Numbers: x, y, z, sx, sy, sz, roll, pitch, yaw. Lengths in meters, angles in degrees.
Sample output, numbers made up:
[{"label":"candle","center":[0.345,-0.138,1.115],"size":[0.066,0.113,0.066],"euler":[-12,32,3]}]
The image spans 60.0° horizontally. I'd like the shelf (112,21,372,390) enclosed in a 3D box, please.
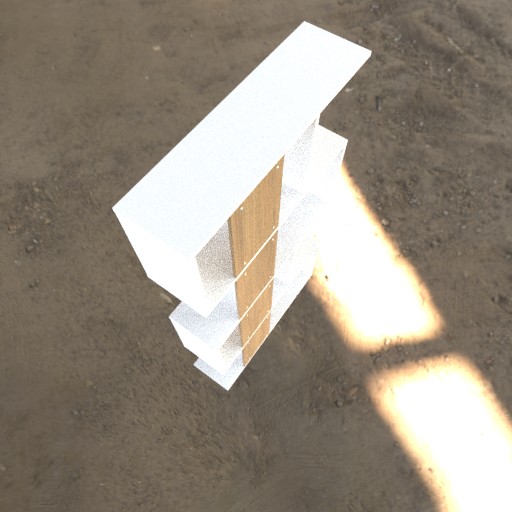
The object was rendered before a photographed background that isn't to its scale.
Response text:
[{"label":"shelf","center":[0.000,0.000,1.976],"size":[0.250,1.650,0.890],"euler":[32,67,15]}]
